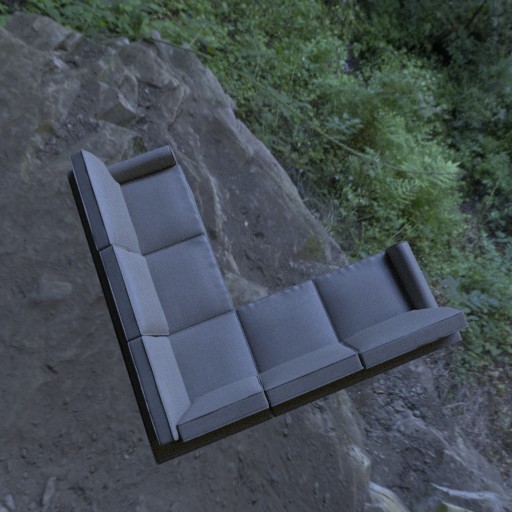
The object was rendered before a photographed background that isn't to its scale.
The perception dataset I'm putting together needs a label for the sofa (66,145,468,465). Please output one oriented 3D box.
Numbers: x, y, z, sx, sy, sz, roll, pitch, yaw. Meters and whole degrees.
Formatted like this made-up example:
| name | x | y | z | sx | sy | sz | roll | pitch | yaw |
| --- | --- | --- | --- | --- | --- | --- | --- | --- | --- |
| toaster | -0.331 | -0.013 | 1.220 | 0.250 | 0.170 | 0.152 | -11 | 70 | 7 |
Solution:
| name | x | y | z | sx | sy | sz | roll | pitch | yaw |
| --- | --- | --- | --- | --- | --- | --- | --- | --- | --- |
| sofa | 0.000 | 0.000 | 4.006 | 2.618 | 1.081 | 2.623 | -21 | 76 | -5 |
